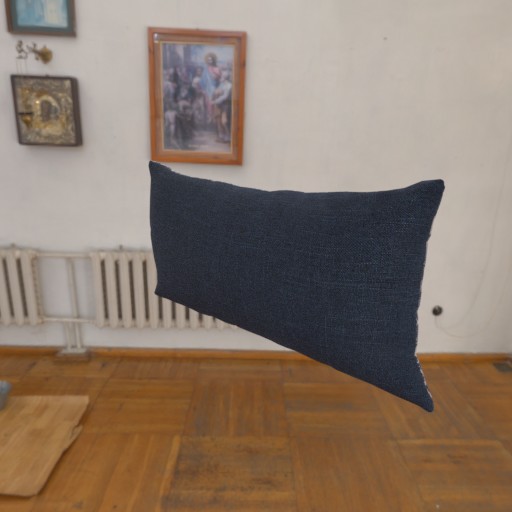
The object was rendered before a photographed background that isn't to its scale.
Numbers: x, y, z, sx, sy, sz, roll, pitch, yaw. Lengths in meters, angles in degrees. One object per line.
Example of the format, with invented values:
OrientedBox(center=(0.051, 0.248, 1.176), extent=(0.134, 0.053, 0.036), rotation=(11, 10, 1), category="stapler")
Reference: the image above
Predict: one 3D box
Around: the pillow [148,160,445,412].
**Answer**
OrientedBox(center=(0.000, 0.000, 0.736), extent=(0.148, 0.292, 0.631), rotation=(-14, 20, -43), category="pillow")
